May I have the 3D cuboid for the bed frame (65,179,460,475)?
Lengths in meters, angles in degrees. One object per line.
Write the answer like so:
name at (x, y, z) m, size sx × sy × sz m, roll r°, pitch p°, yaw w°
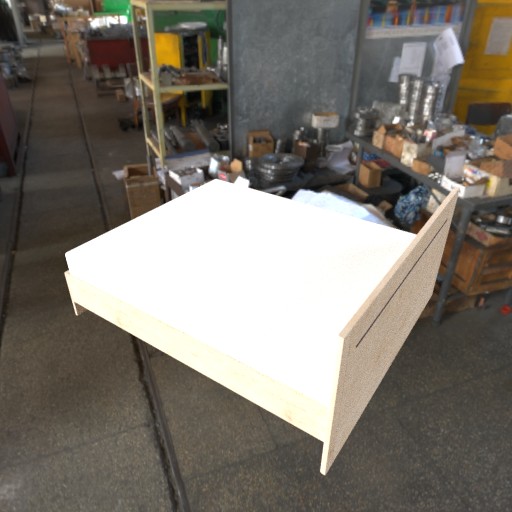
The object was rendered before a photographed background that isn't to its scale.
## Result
bed frame at (0.000, 0.000, 3.083) m, size 2.080 × 0.900 × 1.800 m, roll 20°, pitch 37°, yaw 29°
